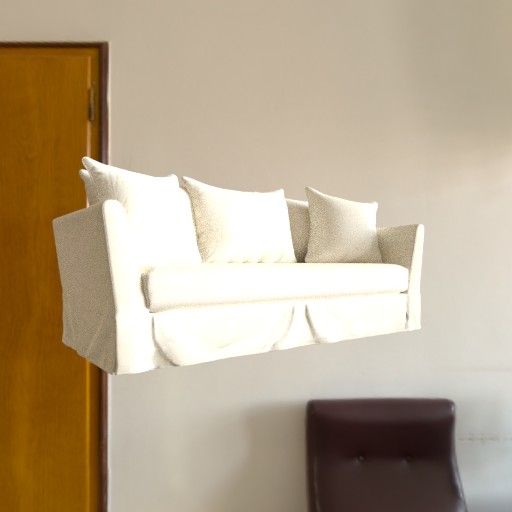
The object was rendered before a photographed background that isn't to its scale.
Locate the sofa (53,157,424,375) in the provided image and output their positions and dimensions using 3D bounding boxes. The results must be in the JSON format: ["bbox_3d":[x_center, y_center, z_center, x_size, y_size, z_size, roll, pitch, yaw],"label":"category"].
[{"bbox_3d":[0.000,0.000,2.905,2.290,1.034,1.031,0,-1,-36],"label":"sofa"}]
